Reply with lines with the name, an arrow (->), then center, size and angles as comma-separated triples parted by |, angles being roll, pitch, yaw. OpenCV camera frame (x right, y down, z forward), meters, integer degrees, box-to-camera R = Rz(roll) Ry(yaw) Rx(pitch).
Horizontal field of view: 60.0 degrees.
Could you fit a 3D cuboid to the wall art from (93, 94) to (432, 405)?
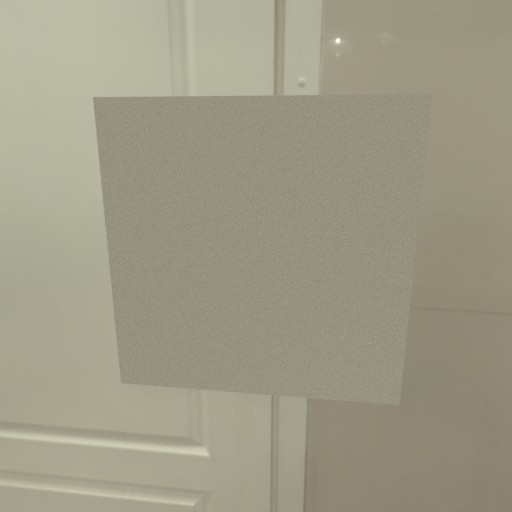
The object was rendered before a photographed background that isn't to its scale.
wall art -> 0.000, 0.000, 0.523 | 0.355, 0.355, 0.027 | 2, 17, 7
